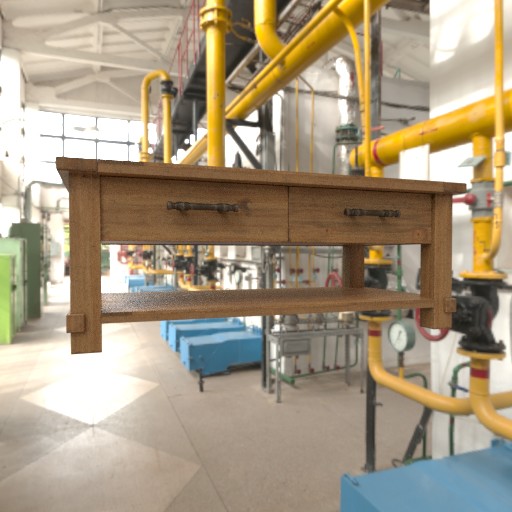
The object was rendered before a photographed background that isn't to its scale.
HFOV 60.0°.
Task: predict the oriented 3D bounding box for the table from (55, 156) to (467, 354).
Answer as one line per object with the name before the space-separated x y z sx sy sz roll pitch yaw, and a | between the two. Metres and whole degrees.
table | 0.000 0.000 1.608 1.270 0.494 0.693 0 0 -19
